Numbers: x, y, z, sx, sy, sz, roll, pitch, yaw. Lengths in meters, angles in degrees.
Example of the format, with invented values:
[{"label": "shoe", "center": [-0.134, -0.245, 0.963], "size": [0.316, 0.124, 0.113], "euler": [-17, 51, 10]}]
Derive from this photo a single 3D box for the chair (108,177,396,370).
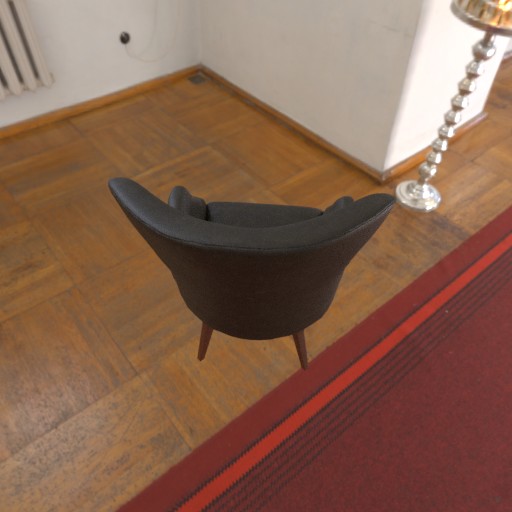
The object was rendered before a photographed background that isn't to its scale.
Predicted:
[{"label": "chair", "center": [0.000, 0.000, 1.732], "size": [0.819, 1.068, 0.954], "euler": [4, 47, 4]}]
